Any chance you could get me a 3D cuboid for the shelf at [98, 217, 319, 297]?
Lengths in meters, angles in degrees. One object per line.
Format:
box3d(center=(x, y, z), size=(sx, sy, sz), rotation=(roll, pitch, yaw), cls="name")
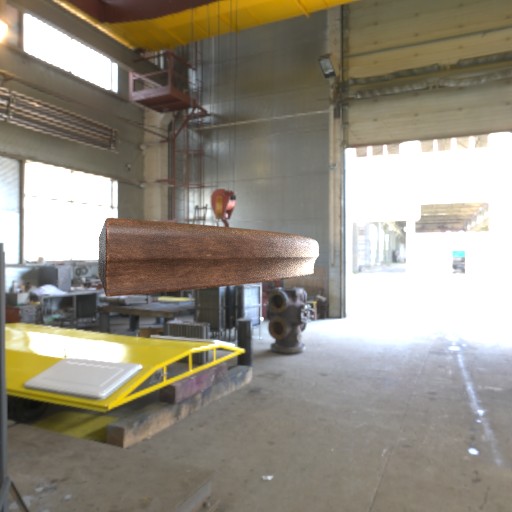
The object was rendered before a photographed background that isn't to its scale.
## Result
box3d(center=(0.000, 0.000, 0.466), size=(0.310, 0.050, 0.310), rotation=(0, 0, -20), cls="shelf")
